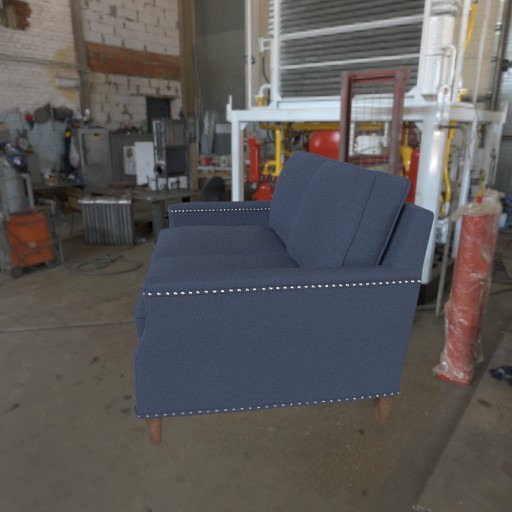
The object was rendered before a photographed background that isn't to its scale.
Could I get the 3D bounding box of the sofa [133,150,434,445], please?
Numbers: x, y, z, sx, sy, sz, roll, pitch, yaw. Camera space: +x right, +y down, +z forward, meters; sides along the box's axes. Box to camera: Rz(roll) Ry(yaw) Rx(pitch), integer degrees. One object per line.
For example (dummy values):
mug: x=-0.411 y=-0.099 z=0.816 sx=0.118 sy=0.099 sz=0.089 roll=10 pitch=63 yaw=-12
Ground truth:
sofa: x=0.000 y=0.000 z=2.281 sx=1.084 sy=1.003 sz=1.597 roll=-2 pitch=17 yaw=-7
